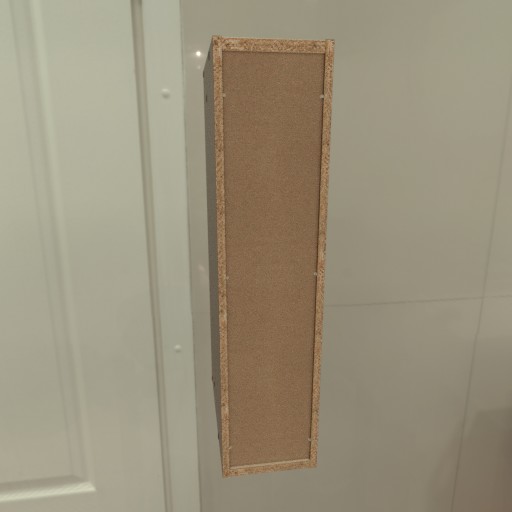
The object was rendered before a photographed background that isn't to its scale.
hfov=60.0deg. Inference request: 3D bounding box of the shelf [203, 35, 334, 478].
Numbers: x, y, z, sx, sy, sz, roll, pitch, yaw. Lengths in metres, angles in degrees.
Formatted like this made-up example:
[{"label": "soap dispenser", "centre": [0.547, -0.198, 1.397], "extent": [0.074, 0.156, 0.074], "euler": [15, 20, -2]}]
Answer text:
[{"label": "shelf", "centre": [0.000, 0.000, 0.729], "extent": [0.147, 0.600, 0.290], "euler": [-2, 15, -8]}]
